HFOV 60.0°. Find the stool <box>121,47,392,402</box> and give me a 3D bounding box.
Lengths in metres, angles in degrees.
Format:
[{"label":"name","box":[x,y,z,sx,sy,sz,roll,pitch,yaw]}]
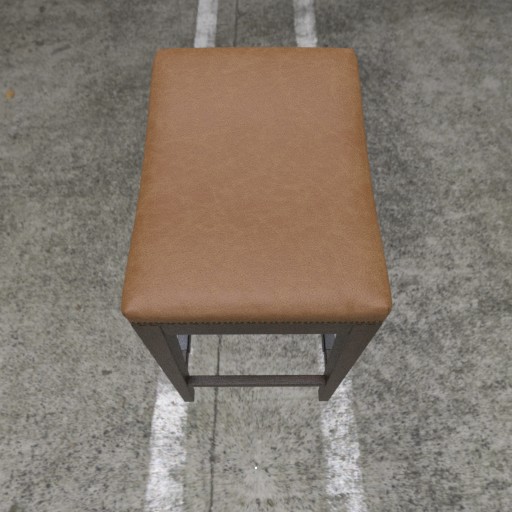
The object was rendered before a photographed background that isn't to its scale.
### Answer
[{"label":"stool","box":[0.000,0.000,0.927,0.361,0.660,0.500,0,64,0]}]
